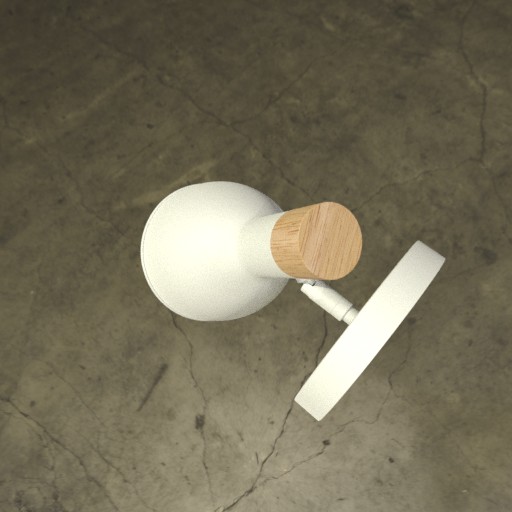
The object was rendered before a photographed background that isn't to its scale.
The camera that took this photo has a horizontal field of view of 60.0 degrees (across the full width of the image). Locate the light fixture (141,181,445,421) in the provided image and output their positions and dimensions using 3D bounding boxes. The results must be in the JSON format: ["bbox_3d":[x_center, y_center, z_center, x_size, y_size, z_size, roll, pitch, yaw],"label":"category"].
[{"bbox_3d":[0.000,0.000,0.326,0.209,0.199,0.127,38,70,17],"label":"light fixture"}]
